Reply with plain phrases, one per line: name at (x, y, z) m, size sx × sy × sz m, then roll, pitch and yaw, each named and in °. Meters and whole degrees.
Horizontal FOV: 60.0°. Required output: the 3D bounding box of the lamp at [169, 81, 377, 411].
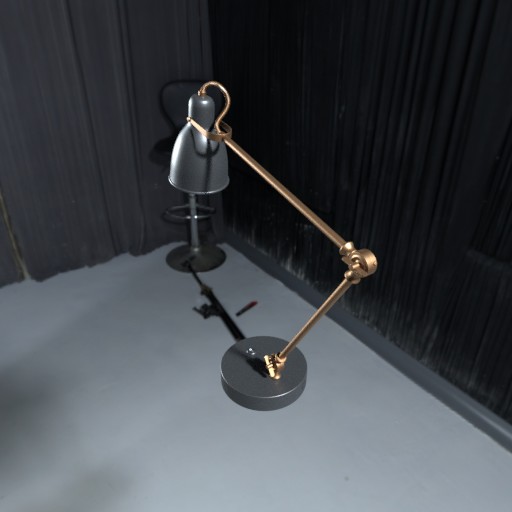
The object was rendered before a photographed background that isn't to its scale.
lamp at (0.000, 0.000, 0.847) m, size 0.187 × 0.587 × 0.561 m, roll -19°, pitch 35°, yaw -29°
